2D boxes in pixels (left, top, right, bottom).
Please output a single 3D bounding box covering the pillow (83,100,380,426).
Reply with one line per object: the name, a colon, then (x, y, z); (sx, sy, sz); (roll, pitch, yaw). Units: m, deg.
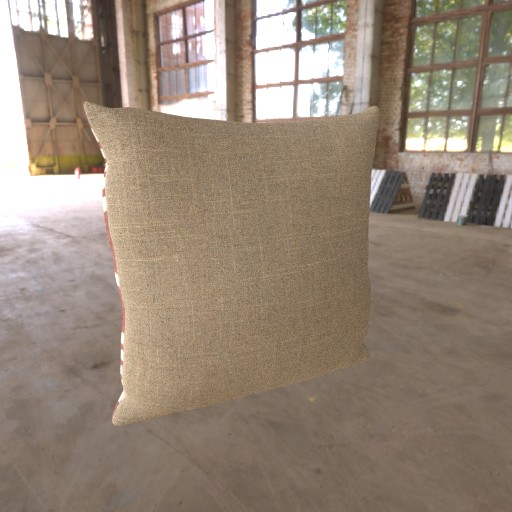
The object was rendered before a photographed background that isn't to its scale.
pillow: (0.000, 0.000, 0.645); (0.439, 0.427, 0.182); (-7, 16, -26)
